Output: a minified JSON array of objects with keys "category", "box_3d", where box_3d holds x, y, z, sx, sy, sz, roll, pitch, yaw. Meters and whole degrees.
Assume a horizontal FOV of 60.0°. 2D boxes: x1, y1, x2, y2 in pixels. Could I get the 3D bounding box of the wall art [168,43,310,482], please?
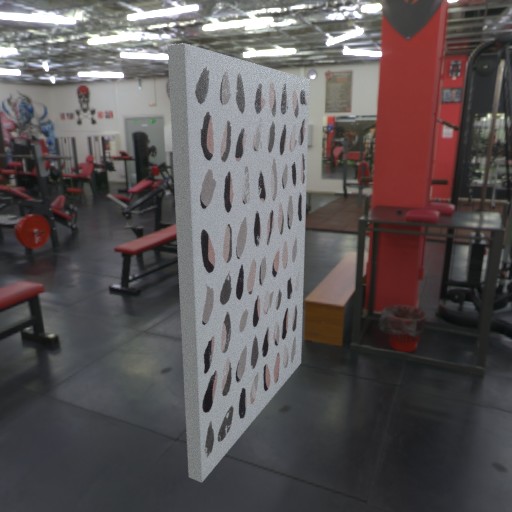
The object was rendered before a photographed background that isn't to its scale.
[{"category":"wall art","box_3d":[0.000,0.000,1.154,0.037,0.916,0.610,8,17,26]}]
